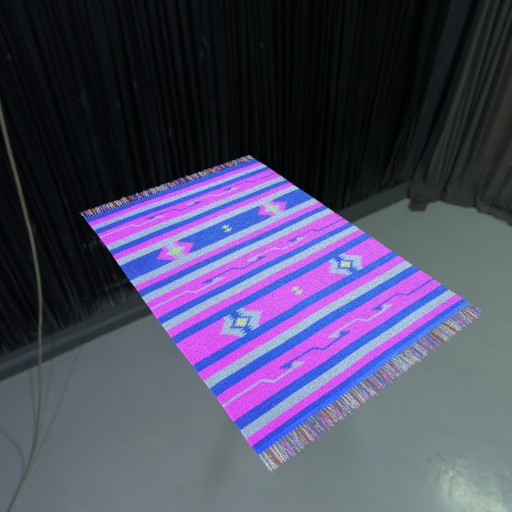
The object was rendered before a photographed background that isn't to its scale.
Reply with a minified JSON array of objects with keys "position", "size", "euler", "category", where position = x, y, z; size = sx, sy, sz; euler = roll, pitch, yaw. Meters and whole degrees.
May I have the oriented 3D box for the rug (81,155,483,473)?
[{"position":[0.000,0.000,2.902],"size":[1.539,0.013,2.350],"euler":[-25,47,-26],"category":"rug"}]
